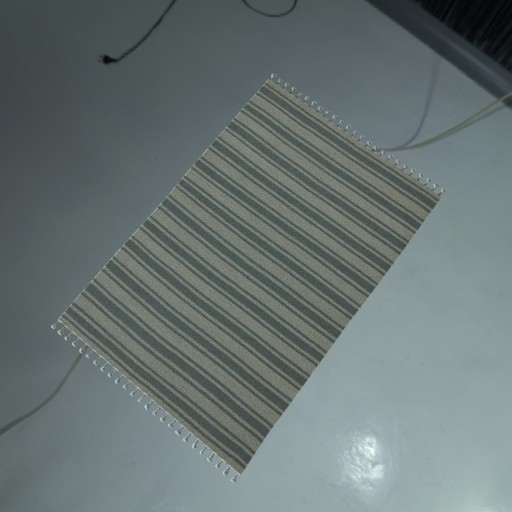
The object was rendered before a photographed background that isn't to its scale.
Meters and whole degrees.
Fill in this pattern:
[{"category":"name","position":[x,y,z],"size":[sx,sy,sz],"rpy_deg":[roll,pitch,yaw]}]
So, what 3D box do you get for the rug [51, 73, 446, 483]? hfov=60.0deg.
[{"category":"rug","position":[0.000,0.000,3.015],"size":[1.539,0.011,2.410],"rpy_deg":[37,79,8]}]
